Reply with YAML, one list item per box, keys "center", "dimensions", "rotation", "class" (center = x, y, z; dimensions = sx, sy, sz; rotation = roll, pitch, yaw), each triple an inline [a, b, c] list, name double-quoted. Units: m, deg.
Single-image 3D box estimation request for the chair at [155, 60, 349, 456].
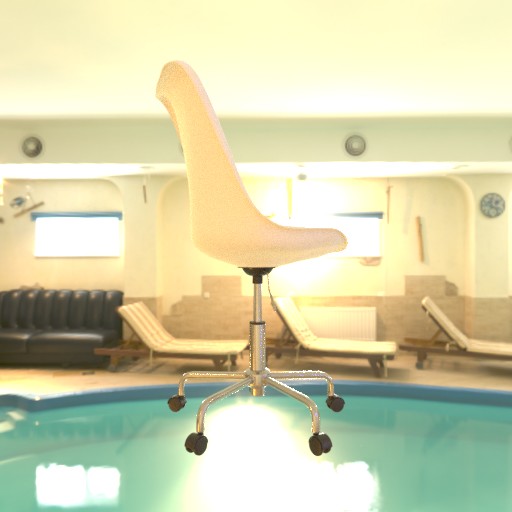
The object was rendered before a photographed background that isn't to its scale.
- center: [0.000, 0.000, 1.252]
  dimensions: [0.550, 0.930, 0.550]
  rotation: [0, 0, -18]
  class: "chair"
